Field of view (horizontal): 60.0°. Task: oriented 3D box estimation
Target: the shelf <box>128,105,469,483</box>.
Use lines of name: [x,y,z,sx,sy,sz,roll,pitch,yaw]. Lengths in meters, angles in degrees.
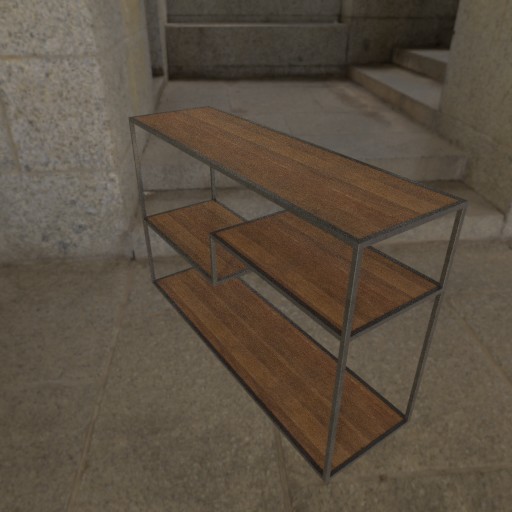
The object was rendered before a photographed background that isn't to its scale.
shelf: [0.000,0.000,1.549,0.361,0.765,1.201,-20,36,-29]
